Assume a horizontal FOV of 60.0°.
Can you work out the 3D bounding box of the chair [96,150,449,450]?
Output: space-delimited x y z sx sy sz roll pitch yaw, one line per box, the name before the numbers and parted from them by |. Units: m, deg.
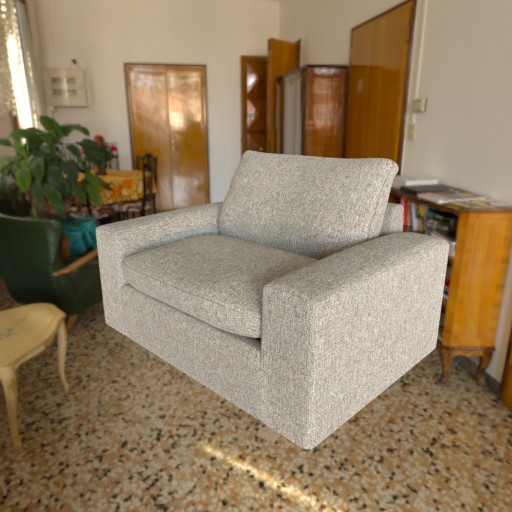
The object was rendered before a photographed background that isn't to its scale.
chair | 0.000 0.000 2.108 1.398 0.915 1.039 16 23 42
